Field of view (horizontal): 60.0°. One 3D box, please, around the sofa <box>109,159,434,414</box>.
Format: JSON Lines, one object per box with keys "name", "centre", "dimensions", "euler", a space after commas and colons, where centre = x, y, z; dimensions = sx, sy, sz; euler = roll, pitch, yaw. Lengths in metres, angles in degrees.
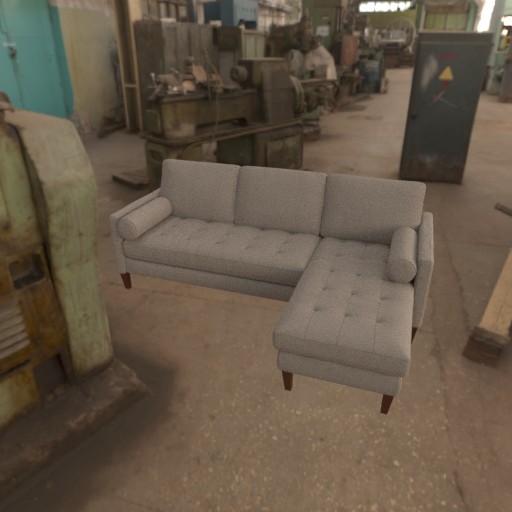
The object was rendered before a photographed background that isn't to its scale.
{"name": "sofa", "centre": [0.000, 0.000, 2.943], "dimensions": [2.178, 0.875, 1.506], "euler": [9, 28, 17]}
